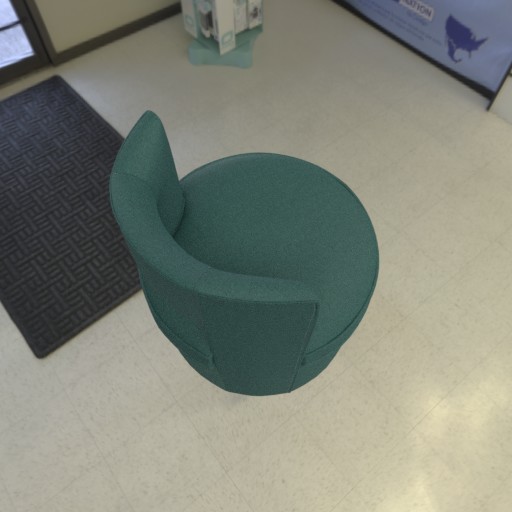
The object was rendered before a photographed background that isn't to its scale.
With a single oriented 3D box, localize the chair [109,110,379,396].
[{"bbox_3d":[0.000,0.000,1.266,0.660,0.711,0.684,-32,63,-18],"label":"chair"}]
